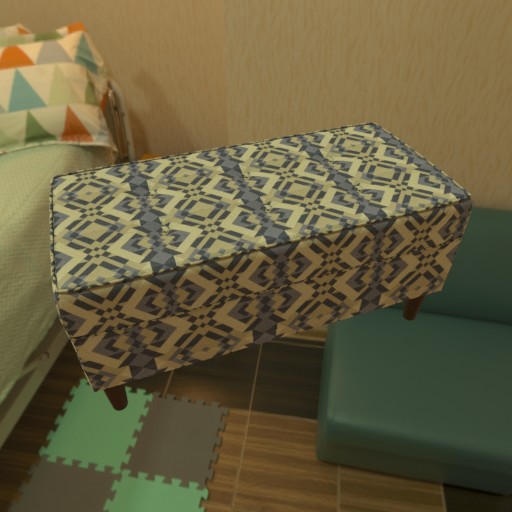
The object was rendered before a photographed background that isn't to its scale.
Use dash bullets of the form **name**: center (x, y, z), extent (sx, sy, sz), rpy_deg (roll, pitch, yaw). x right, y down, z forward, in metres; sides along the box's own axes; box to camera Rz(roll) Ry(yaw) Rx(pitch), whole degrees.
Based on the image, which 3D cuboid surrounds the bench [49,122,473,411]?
- **bench**: center (0.000, 0.000, 1.286), extent (1.016, 0.477, 0.492), rpy_deg (-13, 43, -15)
